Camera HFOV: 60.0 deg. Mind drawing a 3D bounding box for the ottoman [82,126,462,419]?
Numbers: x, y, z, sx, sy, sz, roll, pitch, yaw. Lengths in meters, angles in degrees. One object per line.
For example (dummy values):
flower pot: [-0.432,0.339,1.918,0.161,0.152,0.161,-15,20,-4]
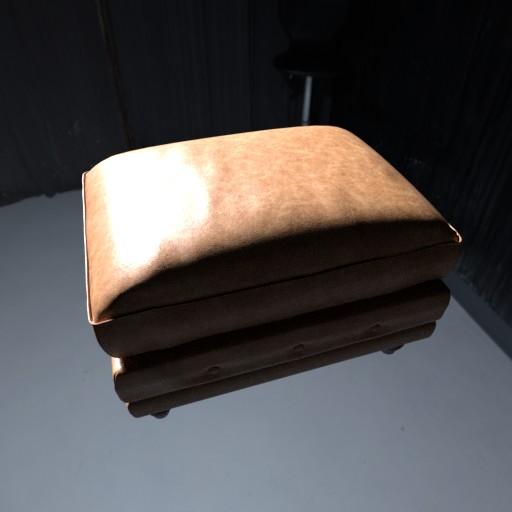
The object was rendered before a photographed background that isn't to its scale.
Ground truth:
ottoman: [0.000,0.000,1.053,0.710,0.480,0.533,-12,42,-13]
